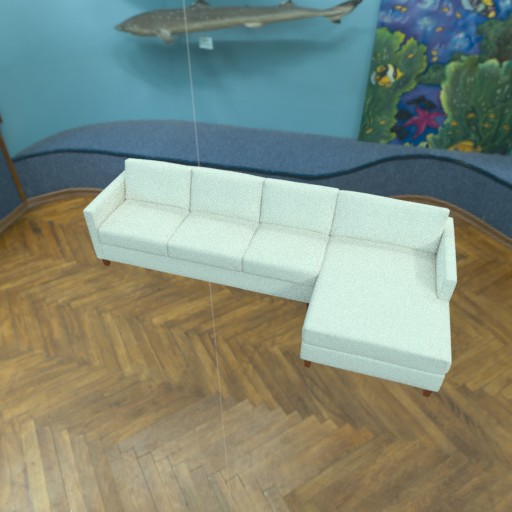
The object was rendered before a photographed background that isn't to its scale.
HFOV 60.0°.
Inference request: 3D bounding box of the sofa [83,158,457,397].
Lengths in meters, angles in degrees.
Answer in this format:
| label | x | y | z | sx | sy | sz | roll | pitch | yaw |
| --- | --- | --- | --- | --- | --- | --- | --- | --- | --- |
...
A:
| label | x | y | z | sx | sy | sz | roll | pitch | yaw |
| --- | --- | --- | --- | --- | --- | --- | --- | --- | --- |
| sofa | 0.000 | 0.000 | 4.194 | 3.471 | 0.954 | 1.606 | 11 | 42 | 13 |
